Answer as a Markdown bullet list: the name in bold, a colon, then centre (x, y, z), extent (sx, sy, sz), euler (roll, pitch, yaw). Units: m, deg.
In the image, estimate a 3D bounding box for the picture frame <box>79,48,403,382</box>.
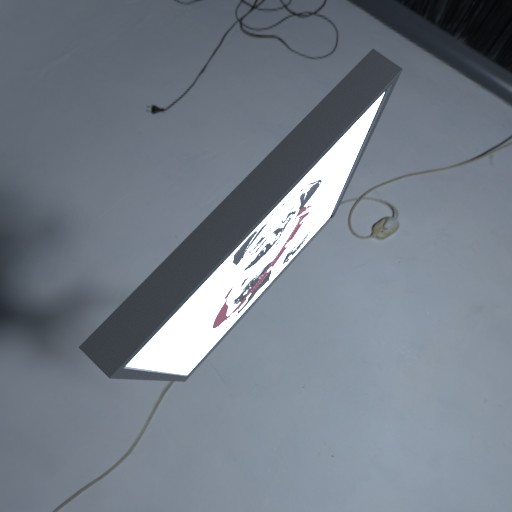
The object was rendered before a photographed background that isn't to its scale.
- **picture frame**: centre (0.000, 0.000, 0.474), extent (0.030, 0.317, 0.317), euler (41, 78, 11)
